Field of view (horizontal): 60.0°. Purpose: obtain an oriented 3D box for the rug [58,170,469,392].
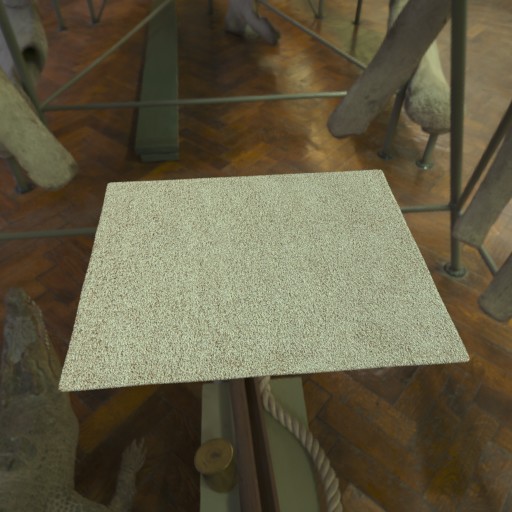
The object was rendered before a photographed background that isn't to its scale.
[{"bbox_3d":[0.000,0.000,4.088,3.047,0.029,2.438,-3,47,-3],"label":"rug"}]
